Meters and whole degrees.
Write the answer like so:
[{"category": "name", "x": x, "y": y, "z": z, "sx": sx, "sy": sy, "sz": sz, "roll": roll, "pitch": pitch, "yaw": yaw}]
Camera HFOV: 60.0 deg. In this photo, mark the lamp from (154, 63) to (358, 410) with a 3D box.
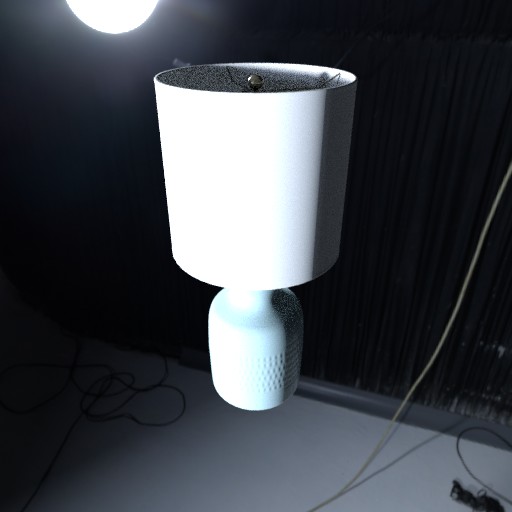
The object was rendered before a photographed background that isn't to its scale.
[{"category": "lamp", "x": 0.000, "y": 0.000, "z": 1.143, "sx": 0.418, "sy": 0.871, "sz": 0.418, "roll": 9, "pitch": 31, "yaw": 15}]
